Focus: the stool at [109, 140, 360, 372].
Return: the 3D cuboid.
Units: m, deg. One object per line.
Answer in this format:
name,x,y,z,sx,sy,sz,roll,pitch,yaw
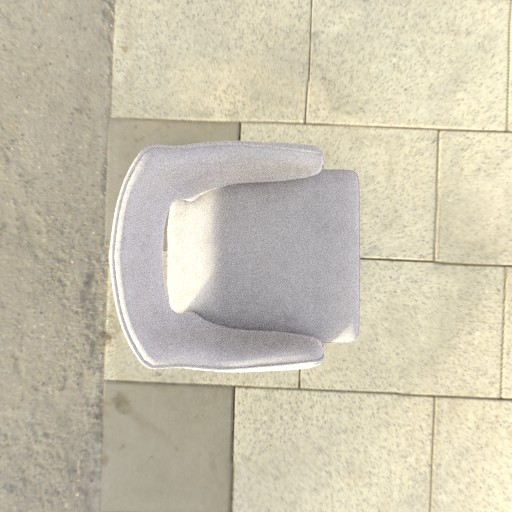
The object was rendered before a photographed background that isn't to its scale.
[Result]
stool,0.000,0.000,1.345,0.558,1.012,0.548,0,90,2
